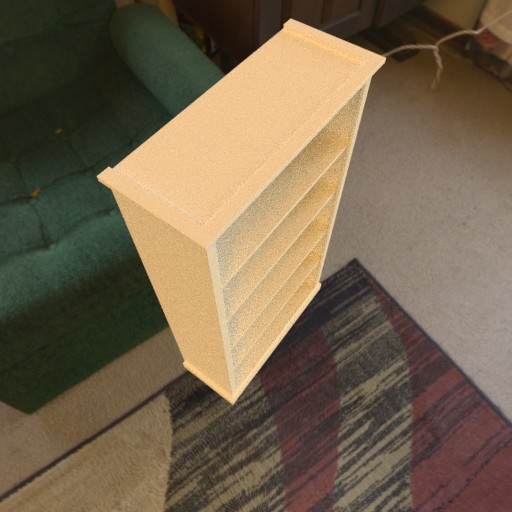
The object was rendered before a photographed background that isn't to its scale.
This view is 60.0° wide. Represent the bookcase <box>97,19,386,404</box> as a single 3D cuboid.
[{"bbox_3d":[0.000,0.000,2.304,0.432,1.880,1.050,32,64,18],"label":"bookcase"}]
